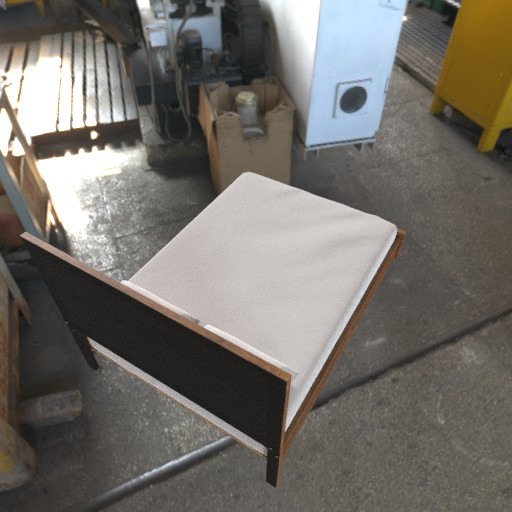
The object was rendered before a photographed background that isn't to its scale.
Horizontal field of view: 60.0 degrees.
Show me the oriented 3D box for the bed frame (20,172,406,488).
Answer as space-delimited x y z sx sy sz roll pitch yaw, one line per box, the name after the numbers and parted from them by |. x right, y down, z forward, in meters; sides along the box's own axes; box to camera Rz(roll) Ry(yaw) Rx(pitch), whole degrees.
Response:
0.000 0.000 3.341 1.696 1.417 2.276 24 51 21 | bed frame
